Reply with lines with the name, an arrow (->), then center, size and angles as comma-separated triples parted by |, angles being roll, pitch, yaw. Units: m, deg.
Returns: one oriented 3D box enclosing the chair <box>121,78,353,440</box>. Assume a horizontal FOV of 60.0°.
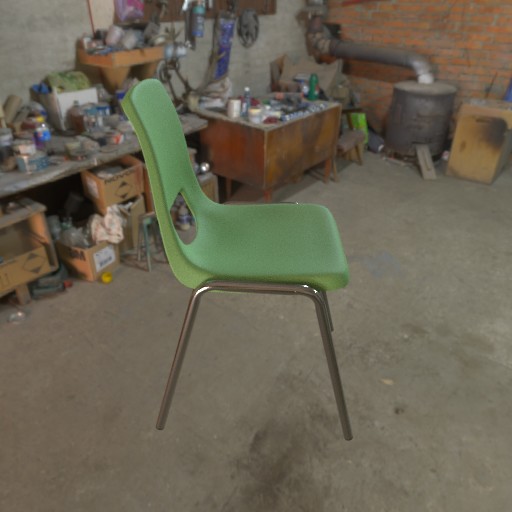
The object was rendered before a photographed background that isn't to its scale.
chair -> 0.000, 0.000, 0.955 | 0.436, 0.704, 0.381 | 1, 30, 2
